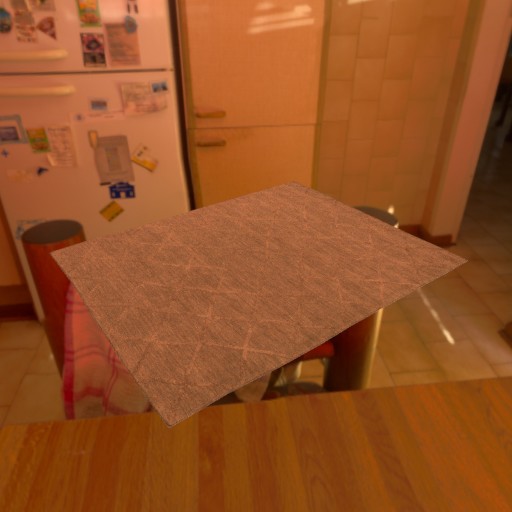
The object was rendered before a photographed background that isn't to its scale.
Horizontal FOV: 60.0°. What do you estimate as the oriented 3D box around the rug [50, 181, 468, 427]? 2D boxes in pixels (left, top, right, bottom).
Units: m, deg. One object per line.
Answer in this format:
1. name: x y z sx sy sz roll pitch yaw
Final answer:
1. rug: 0.000 0.000 4.096 3.048 0.013 2.438 -21 37 -31
